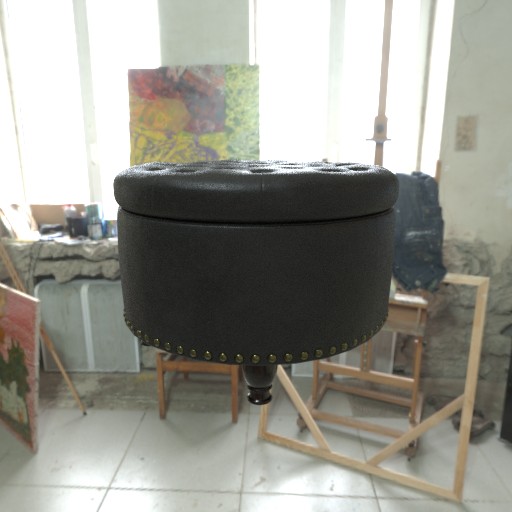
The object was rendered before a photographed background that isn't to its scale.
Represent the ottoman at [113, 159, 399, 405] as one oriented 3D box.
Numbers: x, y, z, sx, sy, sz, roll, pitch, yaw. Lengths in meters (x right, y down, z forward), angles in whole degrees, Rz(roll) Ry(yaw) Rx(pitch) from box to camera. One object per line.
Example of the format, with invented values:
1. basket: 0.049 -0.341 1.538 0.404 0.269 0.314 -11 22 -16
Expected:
1. ottoman: 0.000 0.000 1.075 0.637 0.442 0.637 0 14 0
